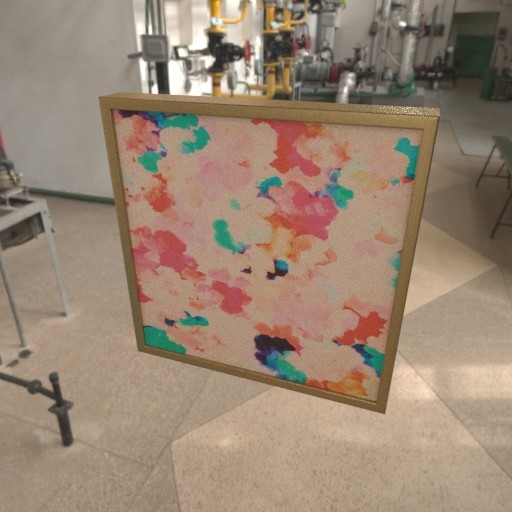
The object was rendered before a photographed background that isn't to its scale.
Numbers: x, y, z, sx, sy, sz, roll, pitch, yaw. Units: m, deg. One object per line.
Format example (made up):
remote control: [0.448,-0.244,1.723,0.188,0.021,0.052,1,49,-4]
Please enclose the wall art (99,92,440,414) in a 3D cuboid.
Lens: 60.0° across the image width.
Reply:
wall art: [0.000,0.000,0.460,0.304,0.305,0.038,9,29,18]
